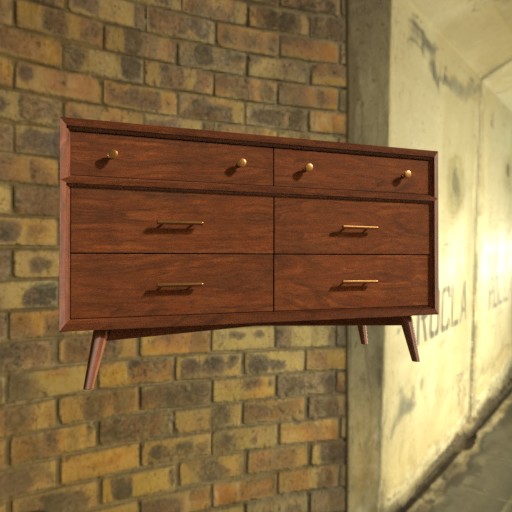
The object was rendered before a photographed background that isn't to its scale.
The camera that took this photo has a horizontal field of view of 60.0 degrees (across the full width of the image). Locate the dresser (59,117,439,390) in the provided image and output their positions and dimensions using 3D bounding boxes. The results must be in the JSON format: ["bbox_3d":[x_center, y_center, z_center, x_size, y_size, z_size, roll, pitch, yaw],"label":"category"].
[{"bbox_3d":[0.000,0.000,1.864,1.472,0.889,0.500,0,-1,-18],"label":"dresser"}]
